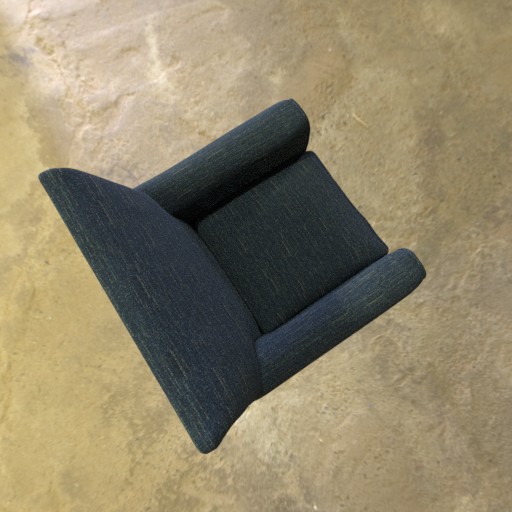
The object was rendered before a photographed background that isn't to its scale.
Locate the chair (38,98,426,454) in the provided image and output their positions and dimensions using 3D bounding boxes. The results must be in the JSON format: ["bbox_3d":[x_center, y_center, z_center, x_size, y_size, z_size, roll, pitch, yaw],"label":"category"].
[{"bbox_3d":[0.000,0.000,1.618,0.873,0.928,0.864,-33,78,-8],"label":"chair"}]
